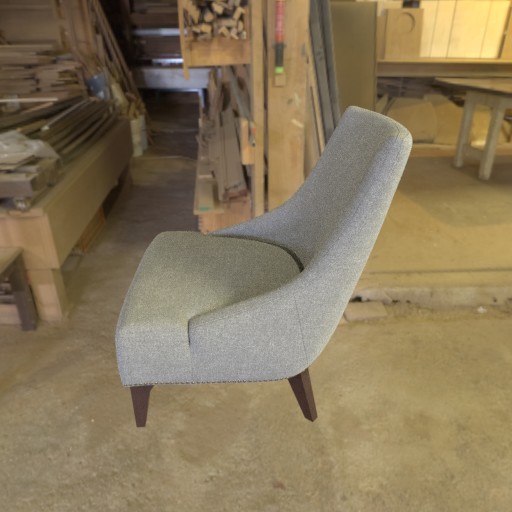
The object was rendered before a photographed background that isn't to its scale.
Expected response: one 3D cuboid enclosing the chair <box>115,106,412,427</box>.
[{"bbox_3d":[0.000,0.000,1.515,0.861,0.909,0.701,-1,27,-2],"label":"chair"}]
